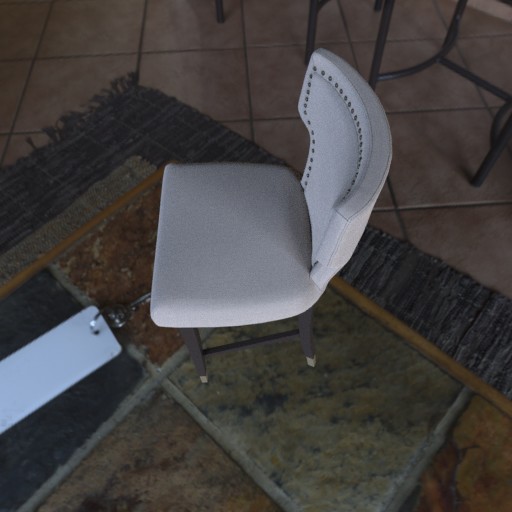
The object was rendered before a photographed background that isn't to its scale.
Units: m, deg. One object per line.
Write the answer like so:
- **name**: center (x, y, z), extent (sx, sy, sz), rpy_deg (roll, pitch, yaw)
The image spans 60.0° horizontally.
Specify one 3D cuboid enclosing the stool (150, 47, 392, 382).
- **stool**: center (0.000, 0.000, 1.385), extent (0.563, 1.092, 0.526), rpy_deg (-1, 59, -1)
